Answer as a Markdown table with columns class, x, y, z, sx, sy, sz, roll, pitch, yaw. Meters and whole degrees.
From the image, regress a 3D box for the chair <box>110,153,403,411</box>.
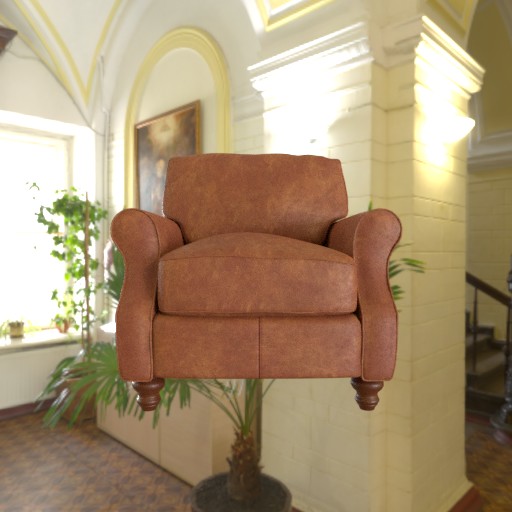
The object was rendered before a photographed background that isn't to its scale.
| class | x | y | z | sx | sy | sz | roll | pitch | yaw |
| --- | --- | --- | --- | --- | --- | --- | --- | --- | --- |
| chair | 0.000 | 0.000 | 1.792 | 0.983 | 0.962 | 0.986 | 0 | 0 | 0 |
